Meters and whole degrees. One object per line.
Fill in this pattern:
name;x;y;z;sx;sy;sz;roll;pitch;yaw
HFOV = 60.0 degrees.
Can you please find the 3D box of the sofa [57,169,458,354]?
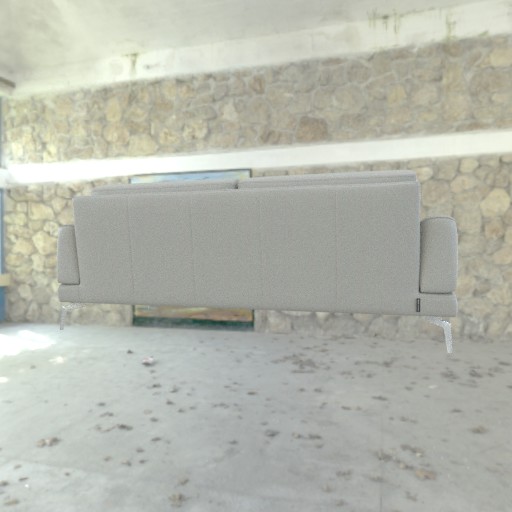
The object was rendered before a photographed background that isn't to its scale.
sofa;0.000;0.000;2.422;1.940;0.765;0.974;0;0;17
